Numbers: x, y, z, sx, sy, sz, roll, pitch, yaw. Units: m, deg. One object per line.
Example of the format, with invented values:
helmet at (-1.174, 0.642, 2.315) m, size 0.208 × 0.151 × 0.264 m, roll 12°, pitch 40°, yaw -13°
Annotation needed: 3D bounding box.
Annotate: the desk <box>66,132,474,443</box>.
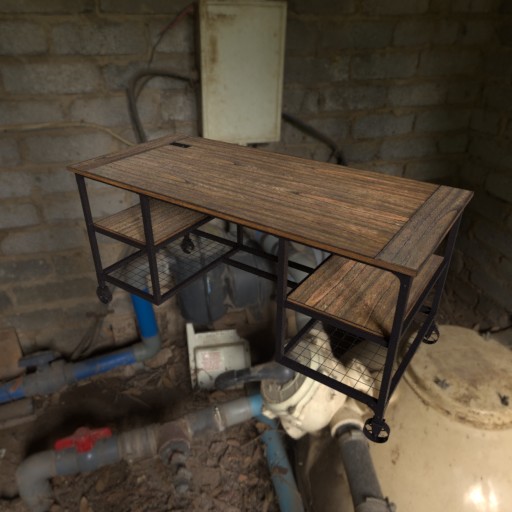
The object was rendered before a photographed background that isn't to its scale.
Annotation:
desk at (0.000, 0.000, 2.029) m, size 1.590 × 0.751 × 0.711 m, roll 19°, pitch 35°, yaw 29°
